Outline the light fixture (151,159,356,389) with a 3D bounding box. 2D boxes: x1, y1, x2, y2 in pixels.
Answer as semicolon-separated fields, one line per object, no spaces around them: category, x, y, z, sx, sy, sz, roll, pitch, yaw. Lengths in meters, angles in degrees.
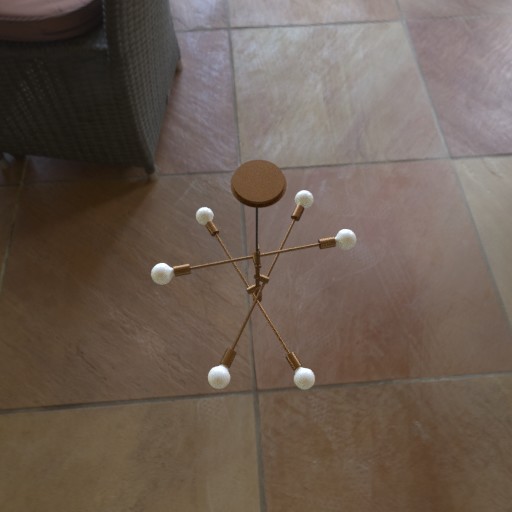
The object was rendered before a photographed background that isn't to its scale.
light fixture;0.000;0.000;1.284;0.637;0.744;0.682;-1;63;-1
